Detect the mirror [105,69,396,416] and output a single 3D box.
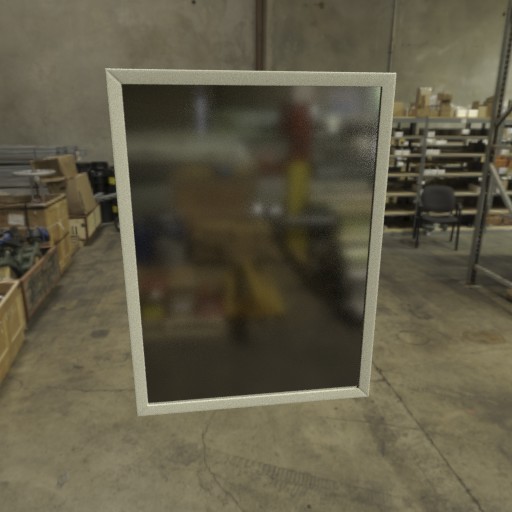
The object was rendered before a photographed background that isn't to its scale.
[{"bbox_3d":[0.000,0.000,1.317,0.762,1.016,0.040,-2,17,-8],"label":"mirror"}]
